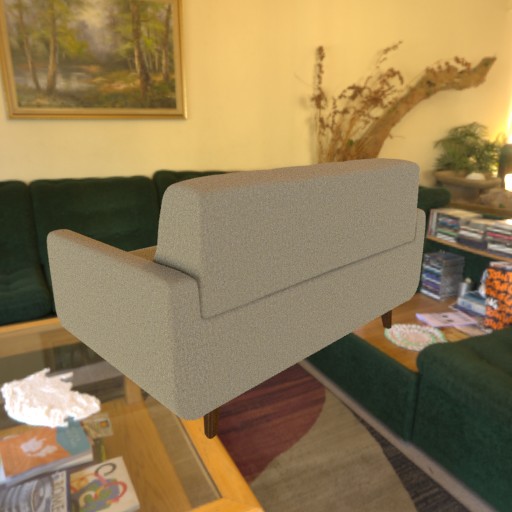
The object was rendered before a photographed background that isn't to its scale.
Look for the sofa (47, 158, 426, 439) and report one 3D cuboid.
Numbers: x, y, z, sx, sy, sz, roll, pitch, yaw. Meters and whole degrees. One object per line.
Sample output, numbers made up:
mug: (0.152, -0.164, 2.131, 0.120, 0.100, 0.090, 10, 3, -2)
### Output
sofa: (0.000, 0.000, 2.187, 1.651, 0.925, 0.952, -16, 23, -42)
